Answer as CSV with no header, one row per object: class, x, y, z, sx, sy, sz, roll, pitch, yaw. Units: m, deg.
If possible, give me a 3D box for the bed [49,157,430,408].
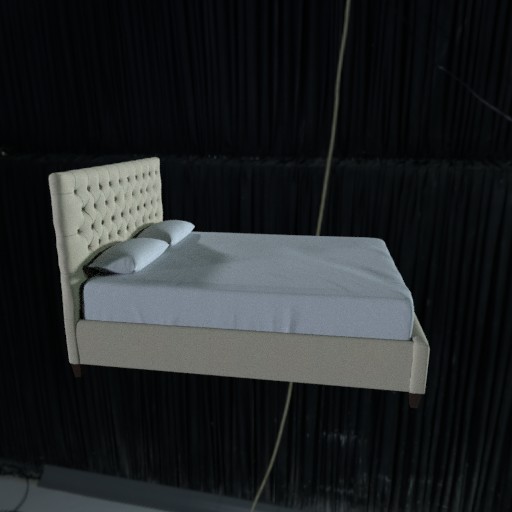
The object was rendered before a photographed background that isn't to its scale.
bed,0.000,0.000,3.540,2.387,1.427,1.698,3,16,9
